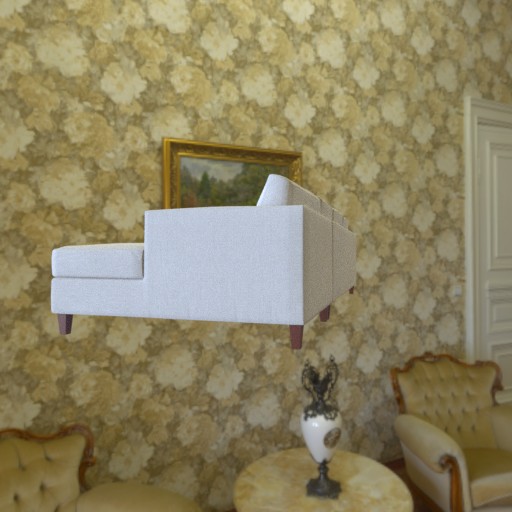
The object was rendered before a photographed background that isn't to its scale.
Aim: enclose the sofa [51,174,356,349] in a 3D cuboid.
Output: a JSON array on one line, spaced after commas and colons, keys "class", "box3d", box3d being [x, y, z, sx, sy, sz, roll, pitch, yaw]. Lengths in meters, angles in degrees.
[{"class": "sofa", "box3d": [0.000, 0.000, 4.124, 1.599, 0.954, 3.471, 0, 0, 17]}]
